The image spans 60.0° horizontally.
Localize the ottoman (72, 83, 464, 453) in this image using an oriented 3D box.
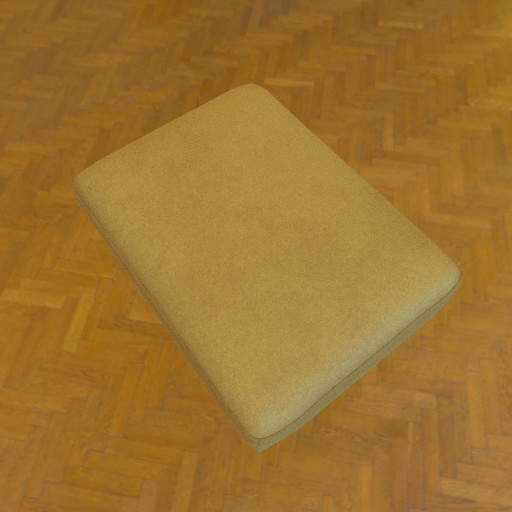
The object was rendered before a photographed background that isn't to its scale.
[{"bbox_3d":[0.000,0.000,1.177,0.608,0.449,0.811,-34,67,-17],"label":"ottoman"}]
